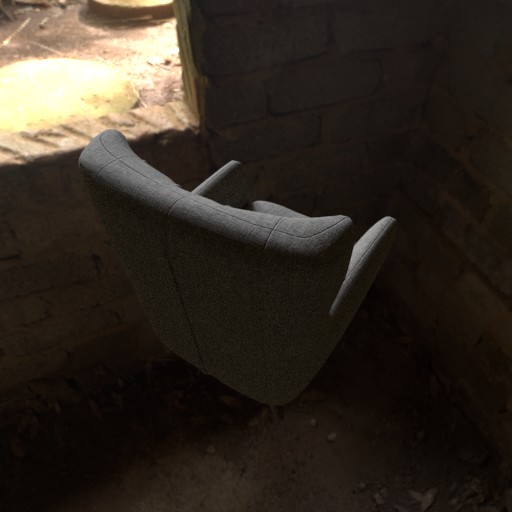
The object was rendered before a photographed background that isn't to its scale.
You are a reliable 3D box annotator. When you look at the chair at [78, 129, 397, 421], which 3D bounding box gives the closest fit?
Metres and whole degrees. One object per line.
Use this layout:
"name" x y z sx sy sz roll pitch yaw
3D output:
"chair" 0.000 0.000 1.739 0.878 1.063 0.904 24 50 22
